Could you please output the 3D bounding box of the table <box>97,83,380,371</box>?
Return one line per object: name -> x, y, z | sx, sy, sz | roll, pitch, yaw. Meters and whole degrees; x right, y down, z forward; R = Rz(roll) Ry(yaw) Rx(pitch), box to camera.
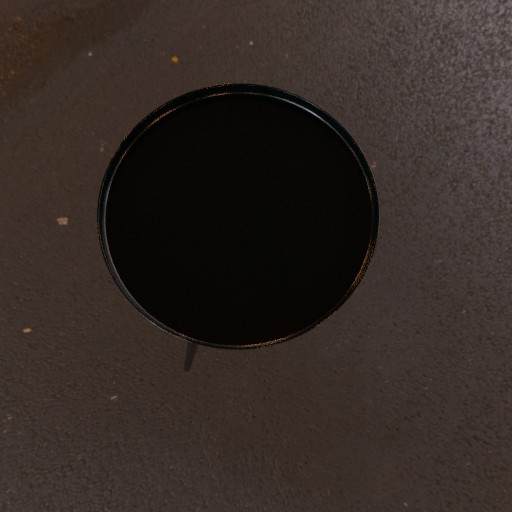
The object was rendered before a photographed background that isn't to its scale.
table -> 0.000, 0.000, 0.844 | 0.415, 0.548, 0.403 | -4, 75, -1
